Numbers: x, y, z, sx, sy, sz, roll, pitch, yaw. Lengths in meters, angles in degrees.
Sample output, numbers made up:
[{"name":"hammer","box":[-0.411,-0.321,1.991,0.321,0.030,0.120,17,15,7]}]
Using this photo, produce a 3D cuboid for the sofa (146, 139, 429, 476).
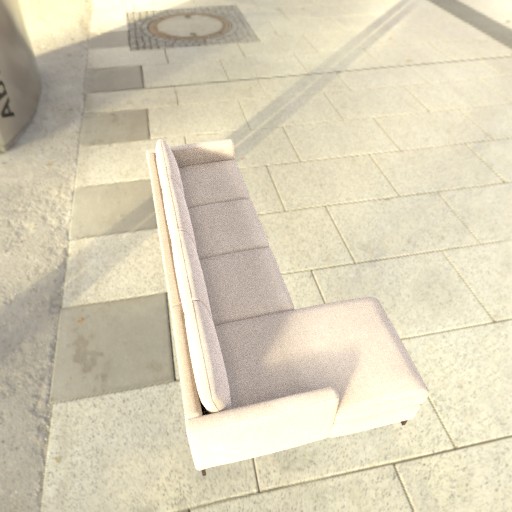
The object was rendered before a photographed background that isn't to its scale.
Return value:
[{"name":"sofa","box":[0.000,0.000,3.580,1.469,0.816,2.923,-10,46,-10]}]
